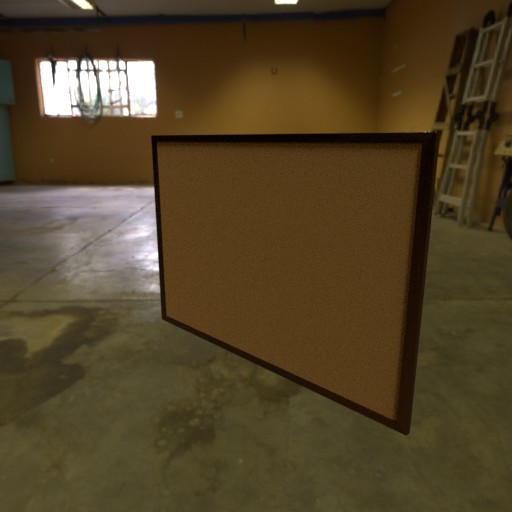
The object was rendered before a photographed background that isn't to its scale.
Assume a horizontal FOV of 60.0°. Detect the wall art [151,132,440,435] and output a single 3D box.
[{"bbox_3d":[0.000,0.000,1.056,0.816,0.559,0.014,14,20,42],"label":"wall art"}]
